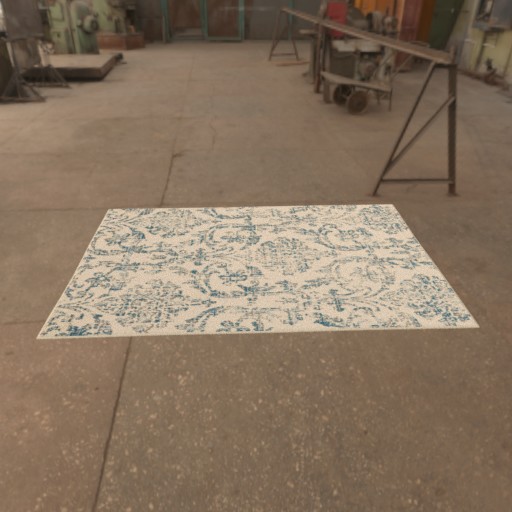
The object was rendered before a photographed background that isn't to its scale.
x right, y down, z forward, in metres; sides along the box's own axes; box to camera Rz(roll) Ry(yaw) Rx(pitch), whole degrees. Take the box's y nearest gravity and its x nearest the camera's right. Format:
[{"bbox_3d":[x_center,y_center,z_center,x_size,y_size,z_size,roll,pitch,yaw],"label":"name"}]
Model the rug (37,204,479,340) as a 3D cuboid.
[{"bbox_3d":[0.000,0.000,2.344,1.831,0.012,1.213,-1,32,-2],"label":"rug"}]
